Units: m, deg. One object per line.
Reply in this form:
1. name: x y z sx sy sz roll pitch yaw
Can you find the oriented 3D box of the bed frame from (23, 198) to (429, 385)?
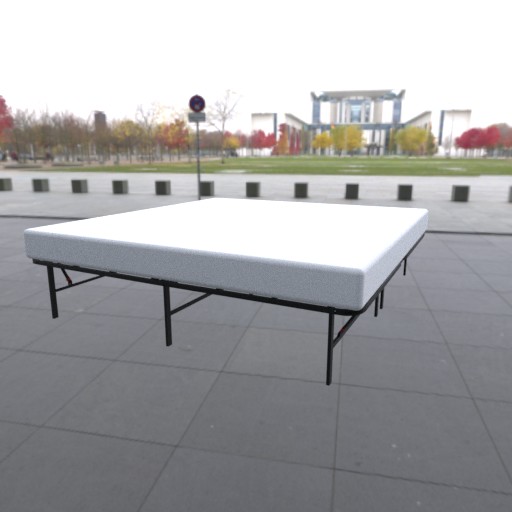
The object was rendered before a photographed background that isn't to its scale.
1. bed frame: 0.000 0.000 3.000 1.935 0.525 2.033 7 15 26
